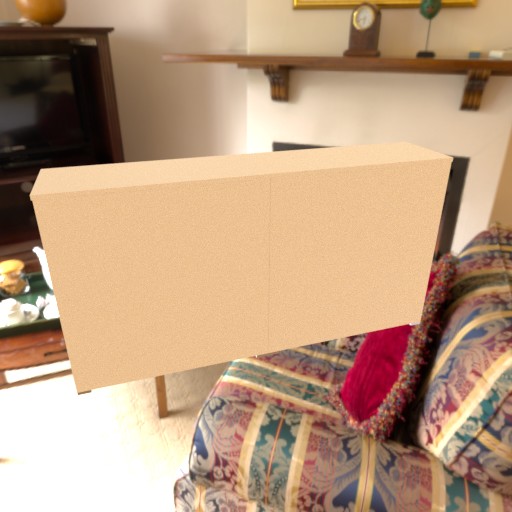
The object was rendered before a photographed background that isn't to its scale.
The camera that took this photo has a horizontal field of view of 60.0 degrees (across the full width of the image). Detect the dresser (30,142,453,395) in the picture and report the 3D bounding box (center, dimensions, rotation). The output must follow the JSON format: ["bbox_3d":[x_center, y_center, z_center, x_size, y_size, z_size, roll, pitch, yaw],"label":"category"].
[{"bbox_3d":[0.000,0.000,1.858,1.535,0.790,0.333,-8,27,-16],"label":"dresser"}]
